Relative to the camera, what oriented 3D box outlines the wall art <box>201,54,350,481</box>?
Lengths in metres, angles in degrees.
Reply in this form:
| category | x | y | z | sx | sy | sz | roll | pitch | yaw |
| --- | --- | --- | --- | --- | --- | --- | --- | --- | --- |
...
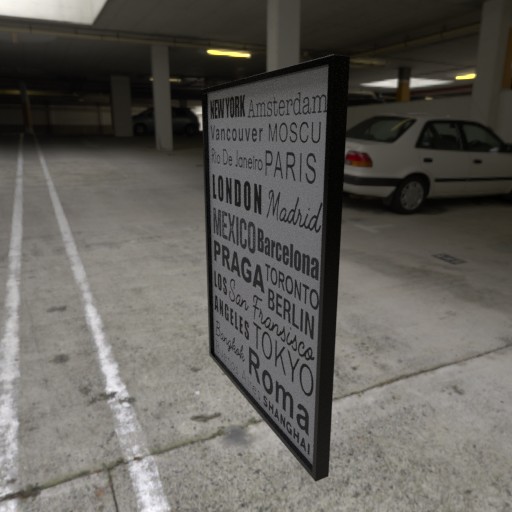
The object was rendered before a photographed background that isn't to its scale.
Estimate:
| category | x | y | z | sx | sy | sz | roll | pitch | yaw |
| --- | --- | --- | --- | --- | --- | --- | --- | --- | --- |
| wall art | 0.000 | 0.000 | 1.389 | 0.043 | 1.046 | 0.788 | -7 | 17 | -26 |
